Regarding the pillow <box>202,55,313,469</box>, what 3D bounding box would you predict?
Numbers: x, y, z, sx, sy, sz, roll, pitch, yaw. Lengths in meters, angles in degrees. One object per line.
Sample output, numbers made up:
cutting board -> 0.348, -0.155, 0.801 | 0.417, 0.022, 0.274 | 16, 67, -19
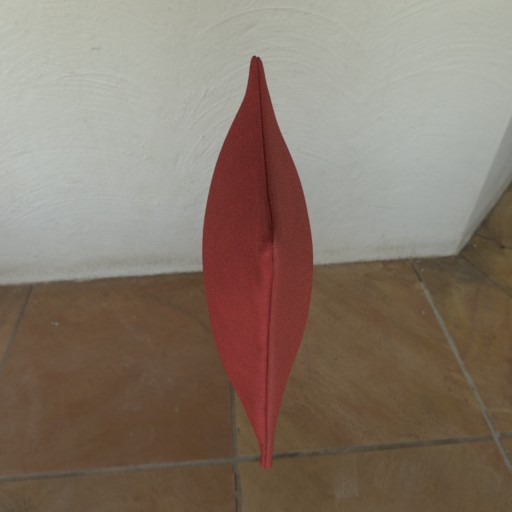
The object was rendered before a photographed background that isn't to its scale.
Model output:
pillow -> 0.000, 0.000, 0.634 | 0.151, 0.416, 0.435 | -1, 42, -1
